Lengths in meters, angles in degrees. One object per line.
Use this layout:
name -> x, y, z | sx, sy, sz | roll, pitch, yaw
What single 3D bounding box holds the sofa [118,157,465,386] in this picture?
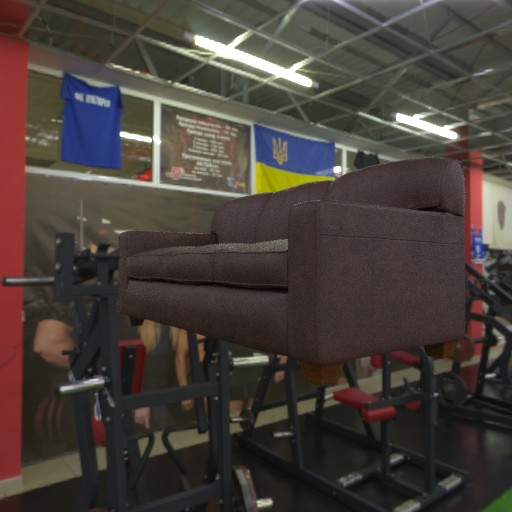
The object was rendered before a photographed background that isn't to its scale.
sofa -> 0.000, 0.000, 2.585 | 1.008, 0.953, 2.039 | 1, -1, -36
